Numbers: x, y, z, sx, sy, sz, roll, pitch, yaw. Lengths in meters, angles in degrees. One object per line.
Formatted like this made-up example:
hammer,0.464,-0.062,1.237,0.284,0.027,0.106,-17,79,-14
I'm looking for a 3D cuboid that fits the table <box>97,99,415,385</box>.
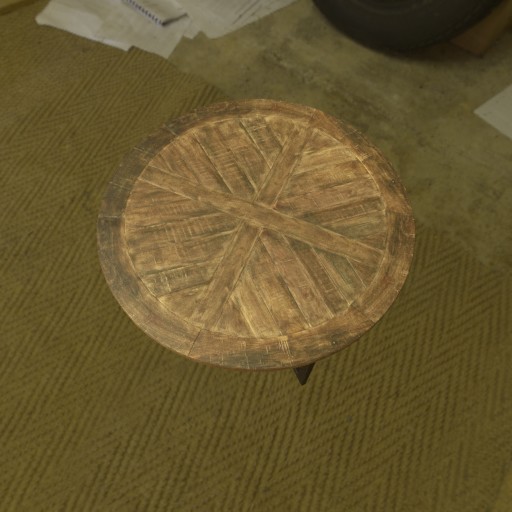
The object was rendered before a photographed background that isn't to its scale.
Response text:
table,0.000,0.000,2.116,1.264,0.762,1.264,0,62,0
